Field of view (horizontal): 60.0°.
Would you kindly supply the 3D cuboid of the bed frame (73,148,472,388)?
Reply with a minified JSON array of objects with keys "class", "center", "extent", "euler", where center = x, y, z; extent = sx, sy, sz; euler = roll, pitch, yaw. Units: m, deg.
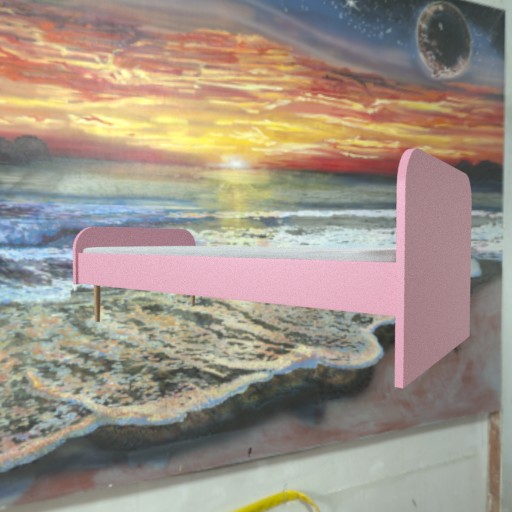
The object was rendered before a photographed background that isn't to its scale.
[{"class":"bed frame","center":[0.000,0.000,2.430],"extent":[1.963,0.805,0.998],"euler":[1,2,37]}]
